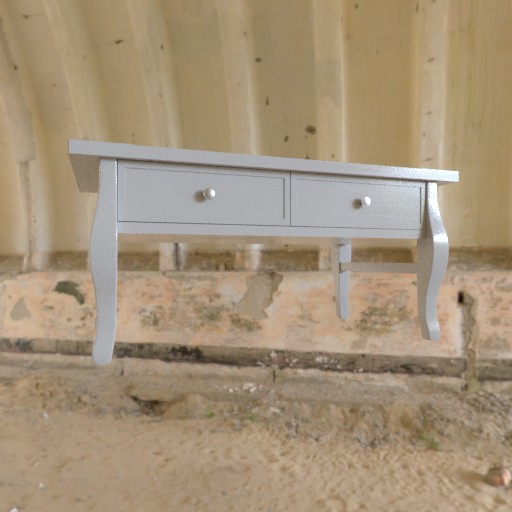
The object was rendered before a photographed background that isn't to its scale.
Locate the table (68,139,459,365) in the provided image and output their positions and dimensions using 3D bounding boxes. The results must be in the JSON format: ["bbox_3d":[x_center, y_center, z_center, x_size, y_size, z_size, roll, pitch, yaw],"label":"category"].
[{"bbox_3d":[0.000,0.000,1.402,1.062,0.495,0.600,0,-1,-19],"label":"table"}]
